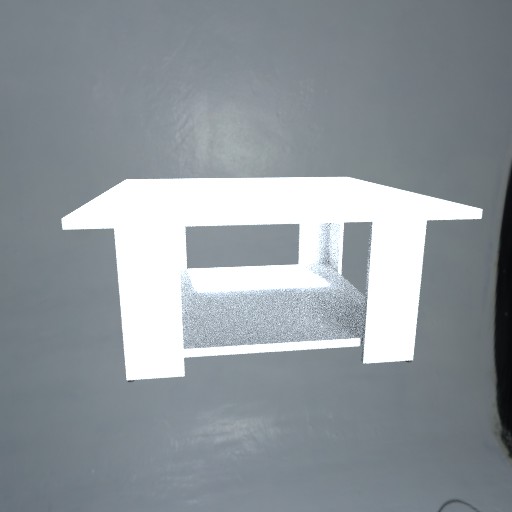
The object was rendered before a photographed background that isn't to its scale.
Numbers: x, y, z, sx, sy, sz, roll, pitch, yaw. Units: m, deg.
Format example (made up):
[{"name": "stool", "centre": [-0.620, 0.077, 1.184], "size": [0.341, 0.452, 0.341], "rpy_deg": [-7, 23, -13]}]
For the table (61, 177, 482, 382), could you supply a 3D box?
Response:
[{"name": "table", "centre": [0.000, 0.000, 1.055], "size": [0.670, 0.305, 0.670], "rpy_deg": [-2, 15, -8]}]
